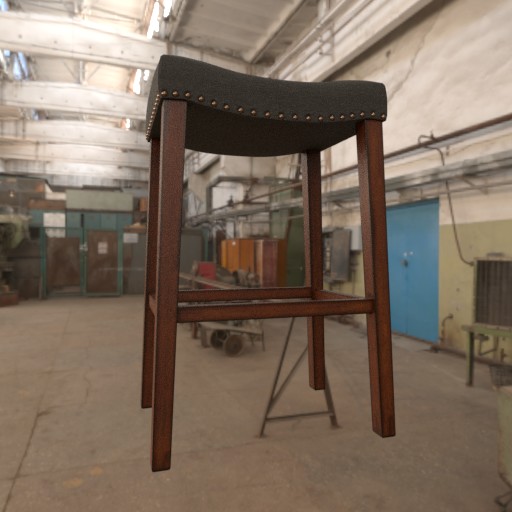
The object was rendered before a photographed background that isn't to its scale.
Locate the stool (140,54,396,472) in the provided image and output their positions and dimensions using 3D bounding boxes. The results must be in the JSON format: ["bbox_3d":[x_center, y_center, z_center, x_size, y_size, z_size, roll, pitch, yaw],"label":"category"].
[{"bbox_3d":[0.000,0.000,1.027,0.502,0.760,0.366,0,1,-18],"label":"stool"}]
